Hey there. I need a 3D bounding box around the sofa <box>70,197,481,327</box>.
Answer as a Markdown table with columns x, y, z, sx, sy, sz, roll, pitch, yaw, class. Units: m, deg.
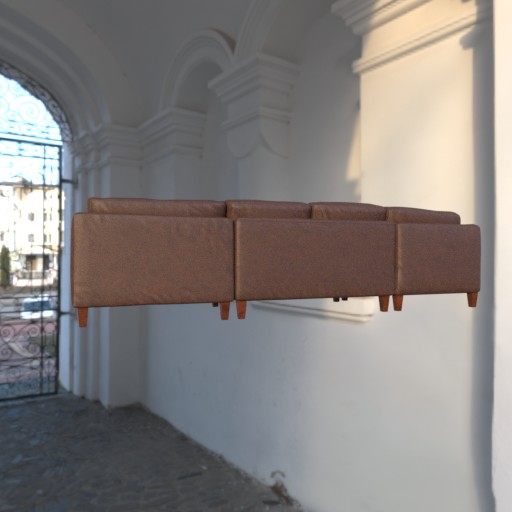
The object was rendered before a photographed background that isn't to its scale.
| x | y | z | sx | sy | sz | roll | pitch | yaw | class |
| --- | --- | --- | --- | --- | --- | --- | --- | --- | --- |
| 0.000 | 0.000 | 4.637 | 3.460 | 0.923 | 2.593 | 0 | 0 | -19 | sofa |
